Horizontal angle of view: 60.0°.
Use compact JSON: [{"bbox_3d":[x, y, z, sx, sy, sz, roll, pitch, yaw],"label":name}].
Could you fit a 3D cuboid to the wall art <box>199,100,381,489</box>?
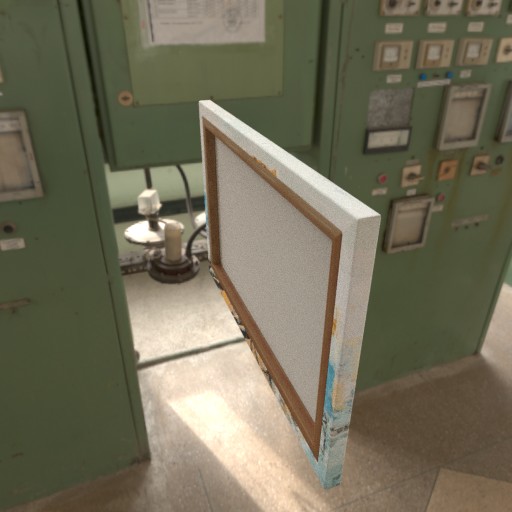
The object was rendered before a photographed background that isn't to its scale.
[{"bbox_3d":[0.000,0.000,1.132,0.038,0.609,0.913,-10,31,-17],"label":"wall art"}]
